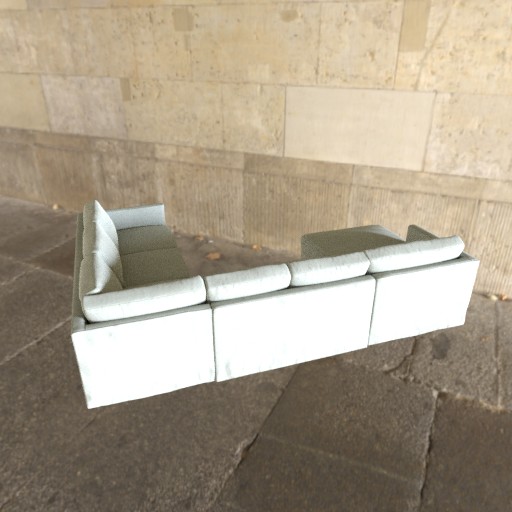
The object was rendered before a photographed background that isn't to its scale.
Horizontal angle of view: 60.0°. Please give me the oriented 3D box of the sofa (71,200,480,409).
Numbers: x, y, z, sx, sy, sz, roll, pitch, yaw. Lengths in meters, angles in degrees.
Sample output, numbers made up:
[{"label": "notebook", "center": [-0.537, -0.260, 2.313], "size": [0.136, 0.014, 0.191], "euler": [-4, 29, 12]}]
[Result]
[{"label": "sofa", "center": [0.000, 0.000, 4.574], "size": [3.434, 0.869, 2.440], "euler": [-9, 27, -17]}]
